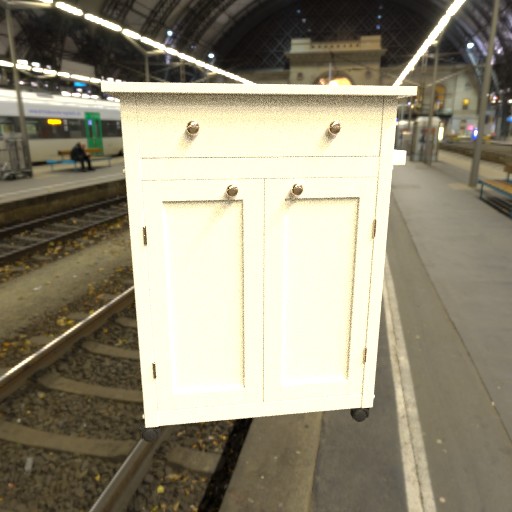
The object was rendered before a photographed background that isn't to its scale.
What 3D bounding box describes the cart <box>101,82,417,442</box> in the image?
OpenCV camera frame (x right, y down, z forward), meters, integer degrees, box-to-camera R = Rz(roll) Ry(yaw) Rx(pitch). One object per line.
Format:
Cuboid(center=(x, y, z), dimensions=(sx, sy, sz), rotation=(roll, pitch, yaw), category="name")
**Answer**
Cuboid(center=(0.000, 0.000, 1.248), dimensions=(0.683, 0.864, 0.442), rotation=(-2, 16, -8), category="cart")
